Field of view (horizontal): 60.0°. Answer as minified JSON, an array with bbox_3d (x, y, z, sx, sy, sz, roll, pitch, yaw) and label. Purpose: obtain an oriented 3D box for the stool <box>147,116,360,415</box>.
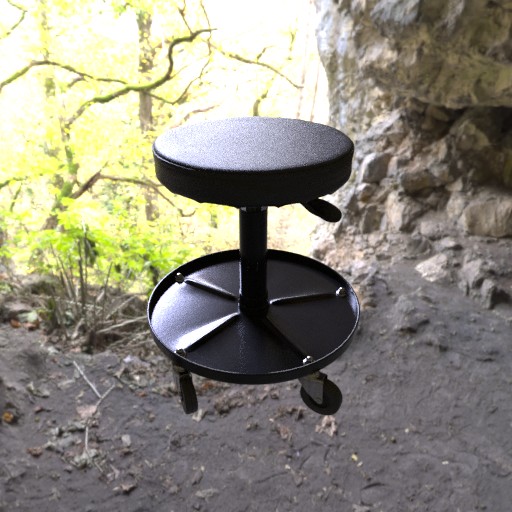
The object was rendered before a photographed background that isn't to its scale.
[{"bbox_3d":[0.000,0.000,0.688,0.382,0.365,0.381,21,36,31],"label":"stool"}]
